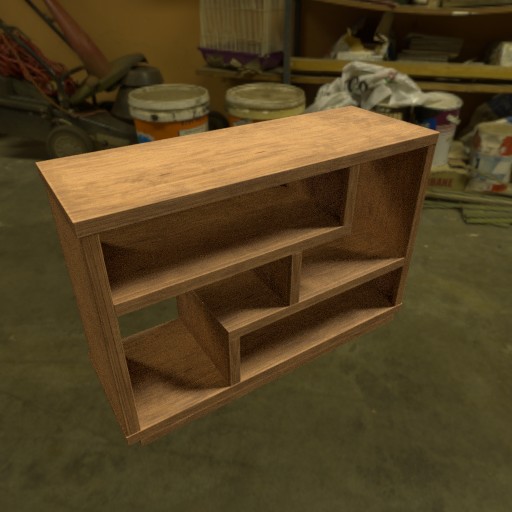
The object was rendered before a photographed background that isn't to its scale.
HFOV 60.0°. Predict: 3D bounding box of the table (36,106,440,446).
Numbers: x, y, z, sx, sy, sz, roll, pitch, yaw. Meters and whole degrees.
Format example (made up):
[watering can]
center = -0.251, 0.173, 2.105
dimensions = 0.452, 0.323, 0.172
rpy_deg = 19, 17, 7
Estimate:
[table]
center = 0.000, 0.000, 1.517
dimensions = 1.151, 0.771, 0.410
rpy_deg = -19, 37, -27
